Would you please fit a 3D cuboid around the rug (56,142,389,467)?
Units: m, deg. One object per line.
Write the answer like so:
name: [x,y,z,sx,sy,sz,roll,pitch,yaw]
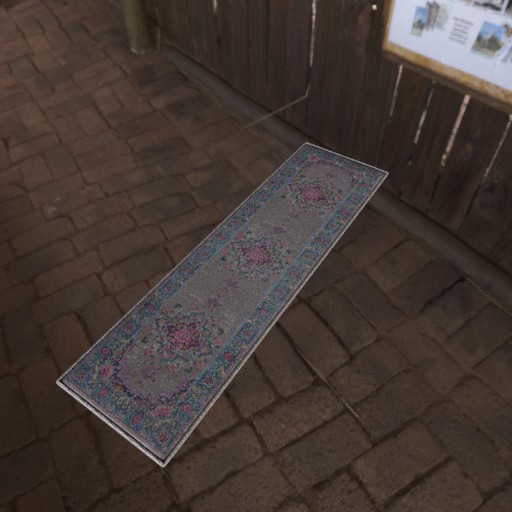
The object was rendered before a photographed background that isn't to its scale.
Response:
rug: [0.000,0.000,2.528,0.659,0.019,2.297,27,53,22]
